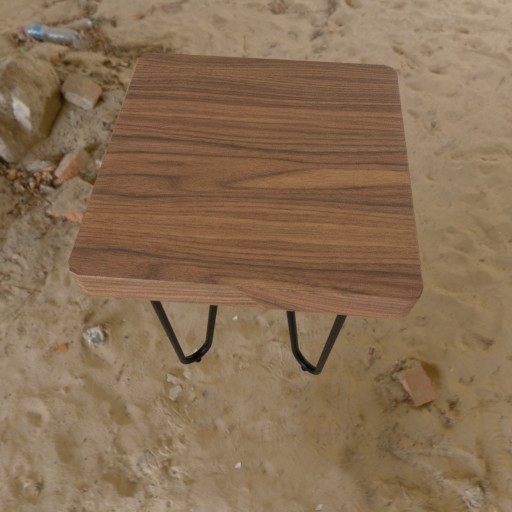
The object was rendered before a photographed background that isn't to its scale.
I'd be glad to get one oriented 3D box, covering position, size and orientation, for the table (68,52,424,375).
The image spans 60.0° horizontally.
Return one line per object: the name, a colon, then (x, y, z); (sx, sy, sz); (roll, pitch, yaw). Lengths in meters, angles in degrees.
table: (0.000, 0.000, 0.979); (0.480, 0.641, 0.479); (4, 59, 2)
